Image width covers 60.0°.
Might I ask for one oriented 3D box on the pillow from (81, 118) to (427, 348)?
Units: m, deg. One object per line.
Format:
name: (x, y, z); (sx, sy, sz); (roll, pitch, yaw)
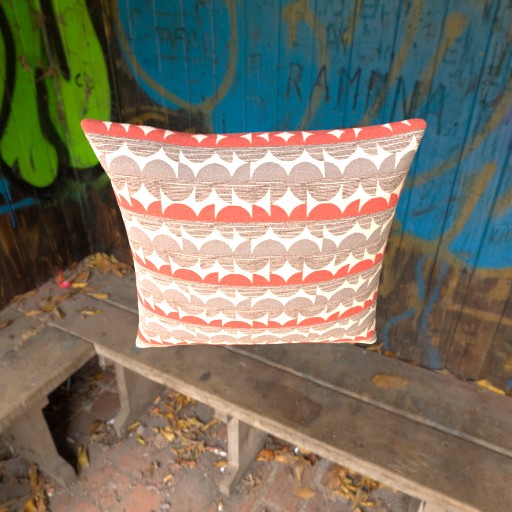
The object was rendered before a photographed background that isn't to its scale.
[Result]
pillow: (0.000, 0.000, 0.651); (0.420, 0.410, 0.180); (0, 31, 0)
